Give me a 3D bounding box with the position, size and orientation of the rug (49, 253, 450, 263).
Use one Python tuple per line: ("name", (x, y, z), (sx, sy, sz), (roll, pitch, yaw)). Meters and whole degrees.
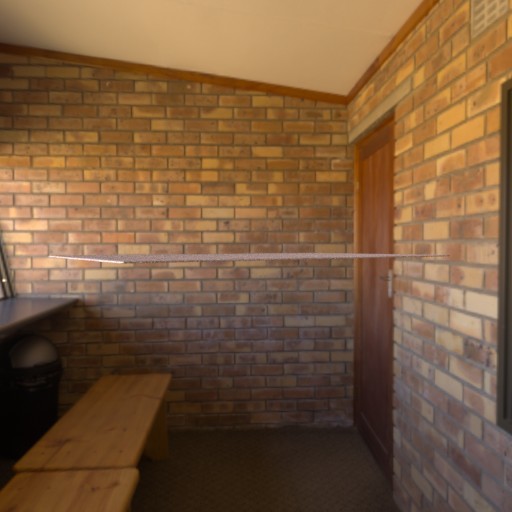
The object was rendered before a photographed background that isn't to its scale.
("rug", (0.000, 0.000, 3.148), (2.446, 0.009, 1.529), (-1, 1, -36))
